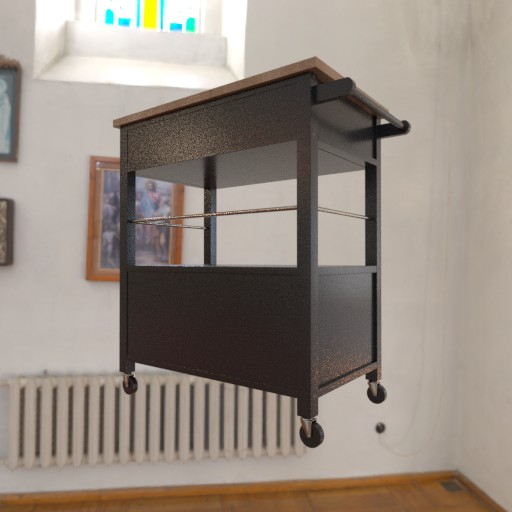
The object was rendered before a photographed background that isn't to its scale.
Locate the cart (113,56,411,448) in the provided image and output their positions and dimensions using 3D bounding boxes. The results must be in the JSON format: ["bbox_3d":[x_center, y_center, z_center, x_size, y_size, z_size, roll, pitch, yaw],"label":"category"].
[{"bbox_3d":[0.000,0.000,1.391,0.840,0.901,0.459,0,-1,37],"label":"cart"}]
